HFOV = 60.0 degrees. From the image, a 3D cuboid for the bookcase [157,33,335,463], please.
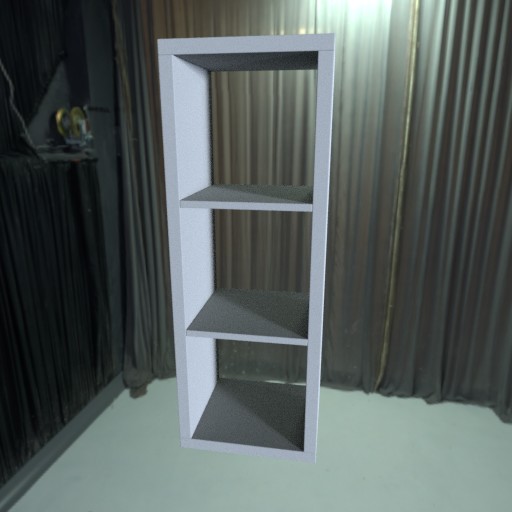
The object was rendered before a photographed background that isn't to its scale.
[{"bbox_3d":[0.000,0.000,1.261,0.390,1.080,0.330,3,17,9],"label":"bookcase"}]
